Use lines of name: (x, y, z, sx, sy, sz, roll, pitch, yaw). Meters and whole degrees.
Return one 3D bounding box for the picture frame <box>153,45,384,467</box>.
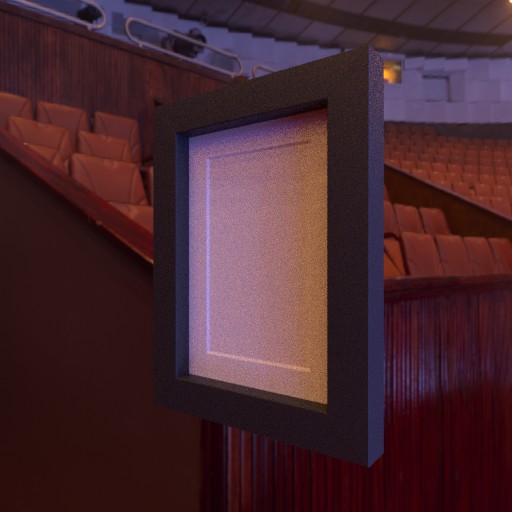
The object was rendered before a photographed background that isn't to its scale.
picture frame: (0.000, 0.000, 0.275, 0.157, 0.208, 0.028, 0, 0, 36)
